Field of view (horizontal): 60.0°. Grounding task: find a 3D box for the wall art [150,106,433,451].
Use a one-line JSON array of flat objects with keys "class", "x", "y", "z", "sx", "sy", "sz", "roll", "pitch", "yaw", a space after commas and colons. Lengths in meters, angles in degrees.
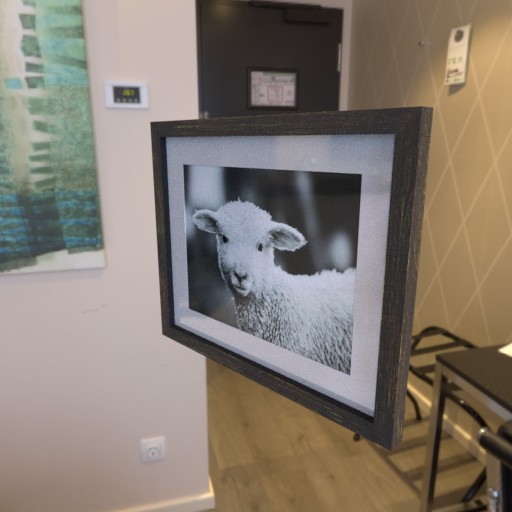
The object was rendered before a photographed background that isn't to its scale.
[{"class": "wall art", "x": 0.000, "y": 0.000, "z": 0.761, "sx": 0.558, "sy": 0.457, "sz": 0.032, "roll": 14, "pitch": 20, "yaw": 43}]
